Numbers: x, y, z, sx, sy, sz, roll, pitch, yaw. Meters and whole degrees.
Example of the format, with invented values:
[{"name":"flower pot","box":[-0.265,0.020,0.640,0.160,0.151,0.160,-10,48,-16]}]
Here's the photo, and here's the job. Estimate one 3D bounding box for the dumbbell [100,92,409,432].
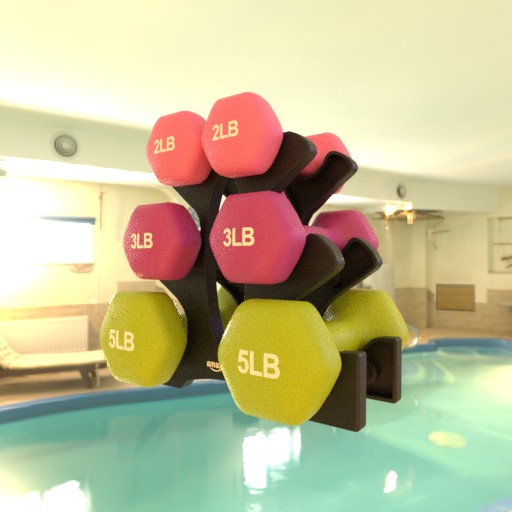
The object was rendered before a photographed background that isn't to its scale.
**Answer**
[{"name":"dumbbell","box":[0.000,0.000,0.438,0.257,0.261,0.203,0,-1,36]}]
